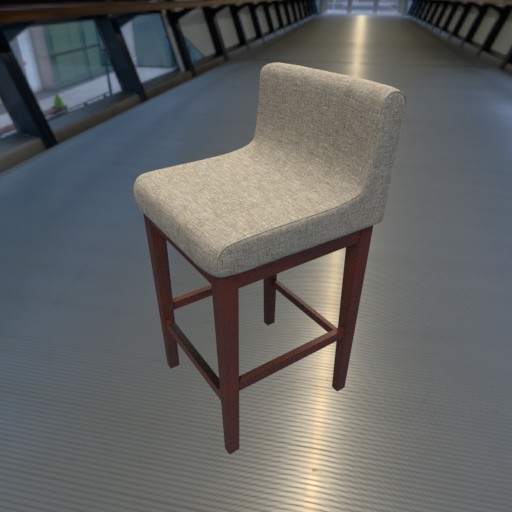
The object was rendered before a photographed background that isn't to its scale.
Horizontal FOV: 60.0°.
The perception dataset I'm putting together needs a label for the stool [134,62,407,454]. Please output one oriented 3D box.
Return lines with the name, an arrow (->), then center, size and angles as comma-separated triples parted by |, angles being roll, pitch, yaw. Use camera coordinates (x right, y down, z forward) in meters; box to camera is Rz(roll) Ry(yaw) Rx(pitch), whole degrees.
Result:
stool -> 0.000, 0.000, 1.114 | 0.459, 0.835, 0.417 | -19, 36, -28
